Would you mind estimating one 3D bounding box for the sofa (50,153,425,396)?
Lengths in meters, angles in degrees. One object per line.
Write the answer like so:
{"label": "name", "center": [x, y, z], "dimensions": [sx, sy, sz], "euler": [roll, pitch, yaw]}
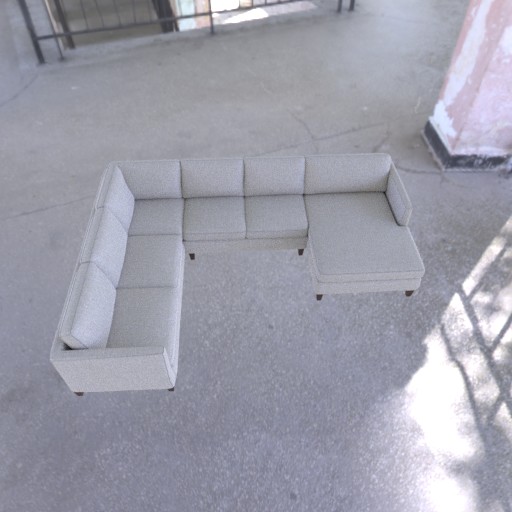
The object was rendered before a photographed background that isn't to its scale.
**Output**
{"label": "sofa", "center": [0.000, 0.000, 4.535], "dimensions": [3.403, 0.889, 2.551], "euler": [-2, 47, -2]}
